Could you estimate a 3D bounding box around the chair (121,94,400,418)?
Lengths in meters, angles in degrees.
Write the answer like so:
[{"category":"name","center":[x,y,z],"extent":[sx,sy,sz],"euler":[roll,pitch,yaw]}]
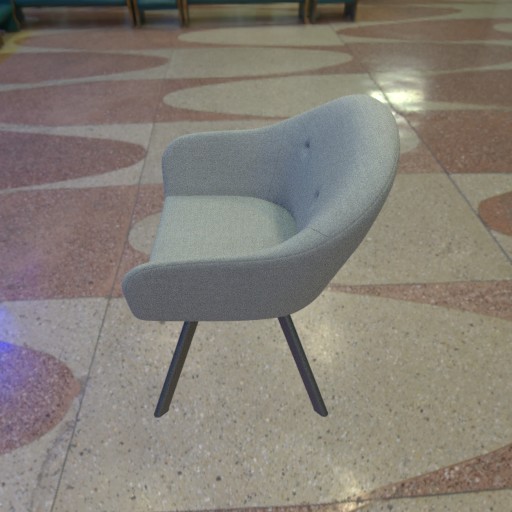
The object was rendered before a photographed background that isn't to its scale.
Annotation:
[{"category":"chair","center":[0.000,0.000,1.148],"extent":[0.570,0.780,0.540],"euler":[0,41,0]}]
